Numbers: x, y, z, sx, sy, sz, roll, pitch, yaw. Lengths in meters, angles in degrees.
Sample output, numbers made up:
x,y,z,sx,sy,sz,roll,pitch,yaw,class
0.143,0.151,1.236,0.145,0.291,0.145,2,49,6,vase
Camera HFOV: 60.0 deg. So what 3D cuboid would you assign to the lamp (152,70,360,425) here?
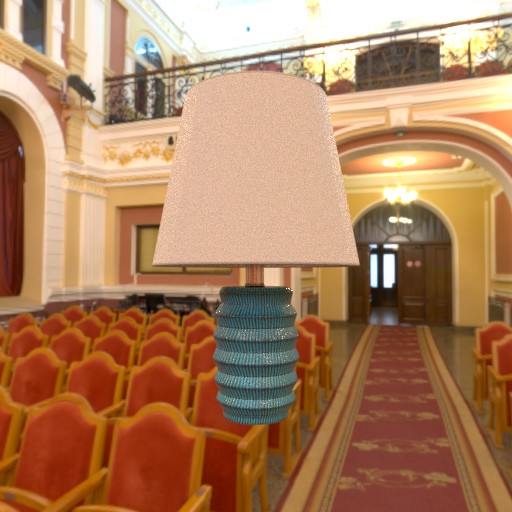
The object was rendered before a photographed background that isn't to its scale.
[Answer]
x,y,z,sx,sy,sz,roll,pitch,yaw,class
0.000,0.000,0.558,0.254,0.392,0.254,0,-2,0,lamp
